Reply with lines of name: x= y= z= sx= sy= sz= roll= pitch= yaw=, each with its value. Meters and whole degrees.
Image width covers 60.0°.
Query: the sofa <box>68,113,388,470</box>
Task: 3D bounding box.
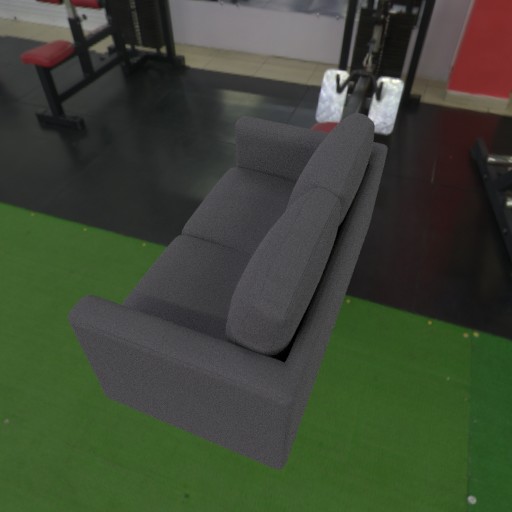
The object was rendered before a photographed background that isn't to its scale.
sofa: x=0.000 y=0.000 z=1.940 sx=0.796 sy=0.908 sz=1.430 roll=16 pitch=48 yaw=15
